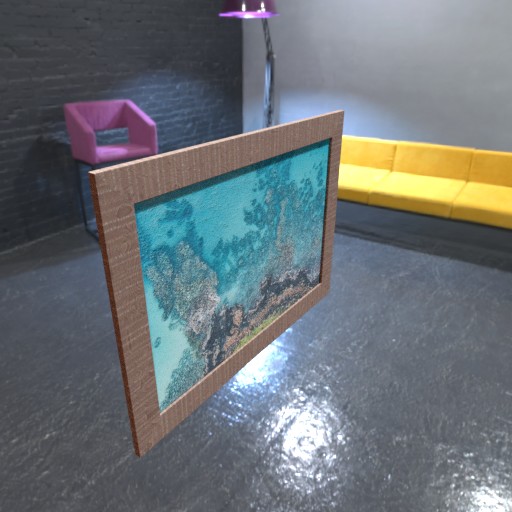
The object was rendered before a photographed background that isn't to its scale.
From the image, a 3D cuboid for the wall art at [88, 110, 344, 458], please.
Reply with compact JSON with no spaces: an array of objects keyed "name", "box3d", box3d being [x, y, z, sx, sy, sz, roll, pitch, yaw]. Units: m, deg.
[{"name":"wall art","box3d":[0.000,0.000,1.385,0.020,0.761,1.056,18,31,32]}]
